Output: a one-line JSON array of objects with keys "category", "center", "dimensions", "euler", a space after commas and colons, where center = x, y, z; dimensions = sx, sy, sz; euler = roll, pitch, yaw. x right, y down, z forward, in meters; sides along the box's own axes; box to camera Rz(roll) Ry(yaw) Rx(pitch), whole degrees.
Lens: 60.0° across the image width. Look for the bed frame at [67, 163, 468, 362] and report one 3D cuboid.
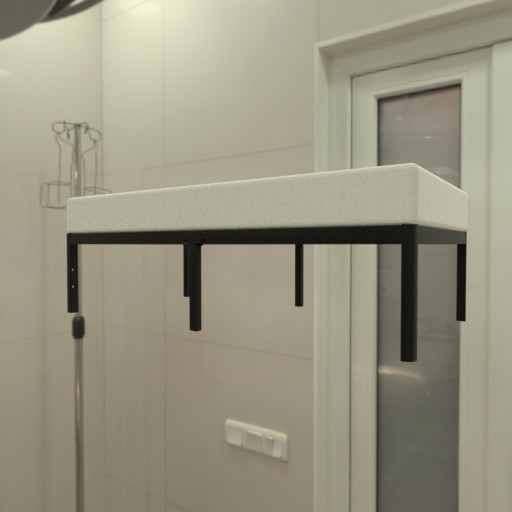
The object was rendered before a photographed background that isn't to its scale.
[{"category": "bed frame", "center": [0.000, 0.000, 2.406], "dimensions": [1.950, 0.659, 1.023], "euler": [1, 2, 34]}]
